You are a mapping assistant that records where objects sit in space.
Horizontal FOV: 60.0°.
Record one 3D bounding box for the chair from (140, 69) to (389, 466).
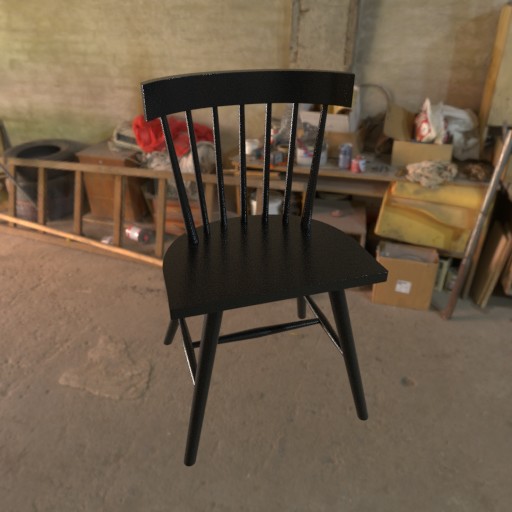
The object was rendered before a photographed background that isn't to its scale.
[{"bbox_3d":[0.000,0.000,1.126,0.506,0.844,0.483,-9,32,-14],"label":"chair"}]
